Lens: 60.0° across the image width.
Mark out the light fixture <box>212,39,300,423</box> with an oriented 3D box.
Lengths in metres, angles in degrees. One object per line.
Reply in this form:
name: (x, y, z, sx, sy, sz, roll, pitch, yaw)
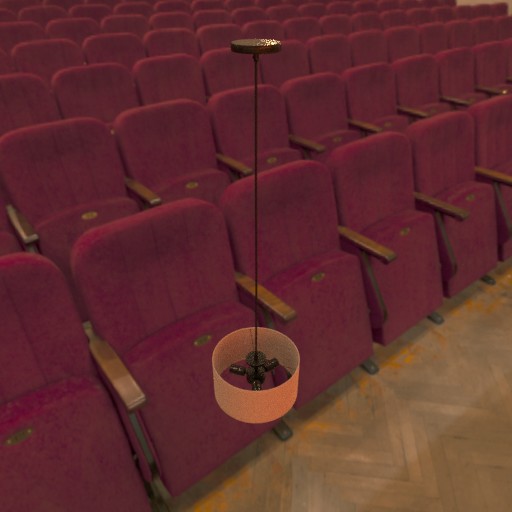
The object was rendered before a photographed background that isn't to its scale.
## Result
light fixture: (0.000, 0.000, 1.732, 0.399, 1.516, 0.399, 0, 33, 0)
